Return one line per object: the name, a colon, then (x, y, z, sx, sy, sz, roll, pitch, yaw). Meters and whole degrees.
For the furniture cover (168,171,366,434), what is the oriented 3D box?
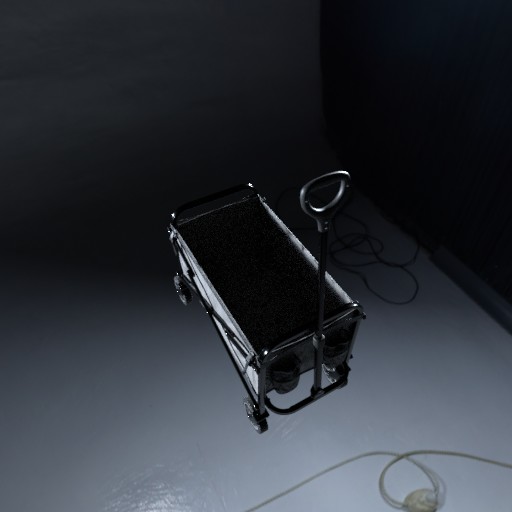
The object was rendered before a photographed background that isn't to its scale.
furniture cover: (0.000, 0.000, 1.841, 0.532, 1.295, 1.038, -22, 51, -20)
